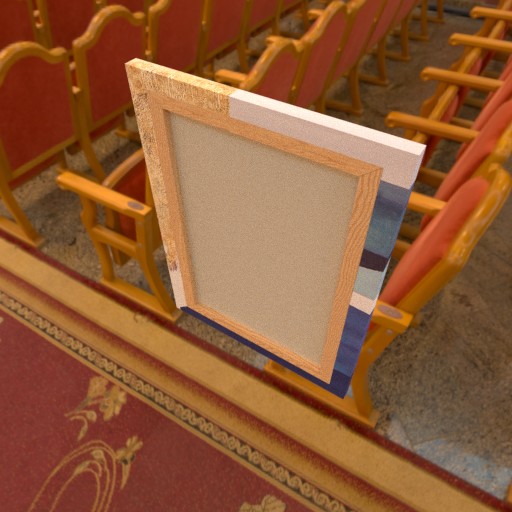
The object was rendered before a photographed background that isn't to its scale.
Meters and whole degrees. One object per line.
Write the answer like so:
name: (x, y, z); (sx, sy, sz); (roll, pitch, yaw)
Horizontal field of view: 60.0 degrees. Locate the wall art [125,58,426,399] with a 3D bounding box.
wall art: (0.000, 0.000, 0.820); (0.458, 0.613, 0.026); (25, 51, 22)
